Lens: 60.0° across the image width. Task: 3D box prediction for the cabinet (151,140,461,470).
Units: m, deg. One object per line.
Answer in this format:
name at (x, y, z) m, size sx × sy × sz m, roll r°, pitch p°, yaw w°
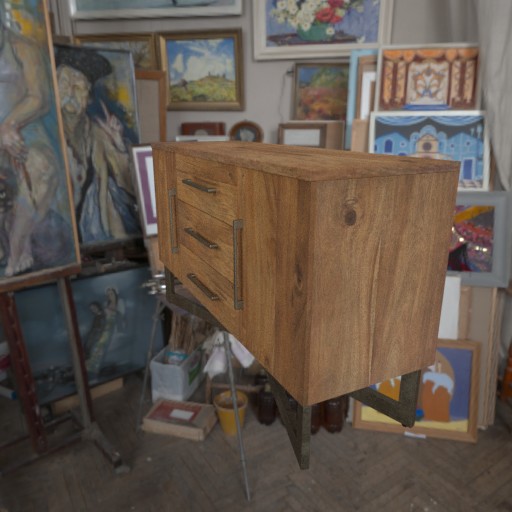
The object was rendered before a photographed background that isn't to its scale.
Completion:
cabinet at (0.000, 0.000, 1.728) m, size 0.480 × 0.812 × 1.373 m, roll -8°, pitch 19°, yaw -25°
